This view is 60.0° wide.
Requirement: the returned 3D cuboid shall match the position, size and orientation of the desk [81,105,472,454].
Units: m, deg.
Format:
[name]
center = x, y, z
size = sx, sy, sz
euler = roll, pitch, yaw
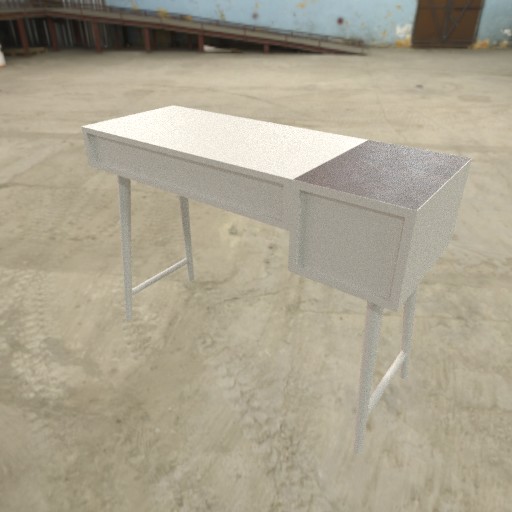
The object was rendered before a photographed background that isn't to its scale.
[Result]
[desk]
center = 0.000, 0.000, 1.450
size = 1.069, 0.761, 0.409
euler = 21, 36, 31
